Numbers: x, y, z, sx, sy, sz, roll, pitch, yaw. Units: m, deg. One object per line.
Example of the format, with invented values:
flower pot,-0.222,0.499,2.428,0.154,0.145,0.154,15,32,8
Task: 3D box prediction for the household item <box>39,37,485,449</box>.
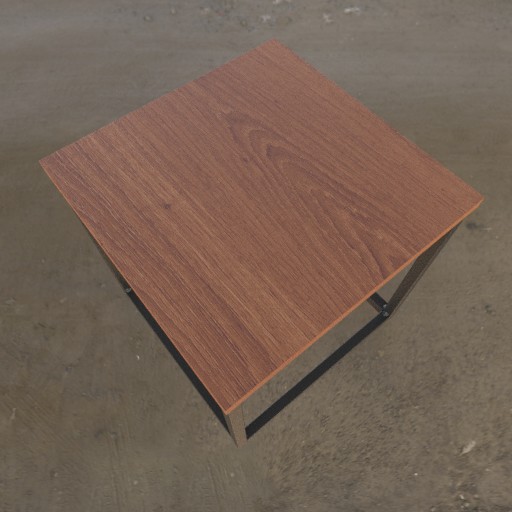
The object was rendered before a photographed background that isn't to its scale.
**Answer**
household item,0.000,0.000,0.733,0.400,0.400,0.400,-35,67,-18
